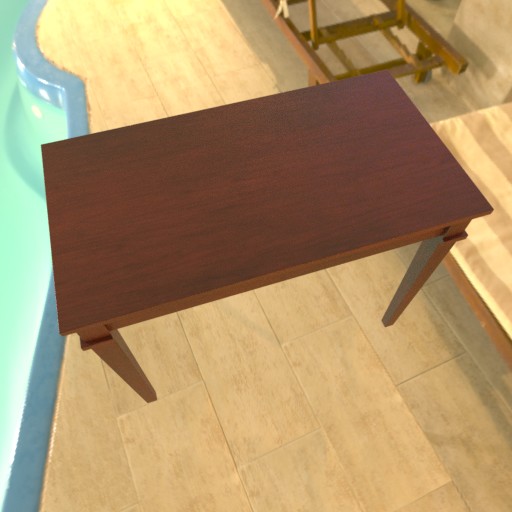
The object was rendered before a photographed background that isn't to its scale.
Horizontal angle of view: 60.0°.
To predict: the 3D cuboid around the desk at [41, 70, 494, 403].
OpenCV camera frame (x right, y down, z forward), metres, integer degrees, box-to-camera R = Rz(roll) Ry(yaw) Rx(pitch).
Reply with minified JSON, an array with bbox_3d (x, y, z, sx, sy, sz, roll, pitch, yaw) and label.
[{"bbox_3d":[0.000,0.000,1.421,1.001,0.762,0.549,-15,60,-9],"label":"desk"}]
